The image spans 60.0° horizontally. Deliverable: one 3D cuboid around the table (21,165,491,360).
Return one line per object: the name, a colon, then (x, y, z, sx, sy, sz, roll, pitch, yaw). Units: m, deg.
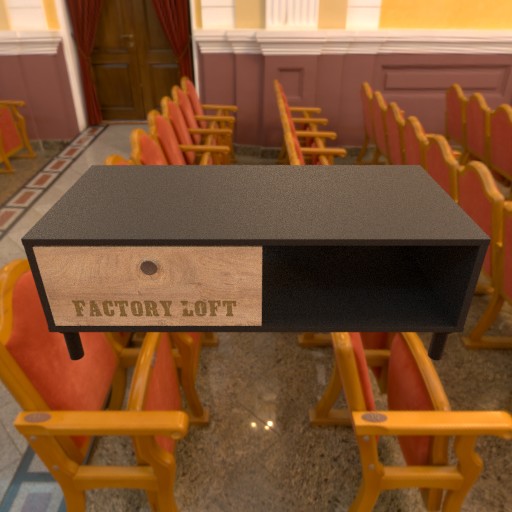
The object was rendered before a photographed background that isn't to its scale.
table: (0.000, 0.000, 1.364, 1.100, 0.400, 0.550, 0, 30, 0)
